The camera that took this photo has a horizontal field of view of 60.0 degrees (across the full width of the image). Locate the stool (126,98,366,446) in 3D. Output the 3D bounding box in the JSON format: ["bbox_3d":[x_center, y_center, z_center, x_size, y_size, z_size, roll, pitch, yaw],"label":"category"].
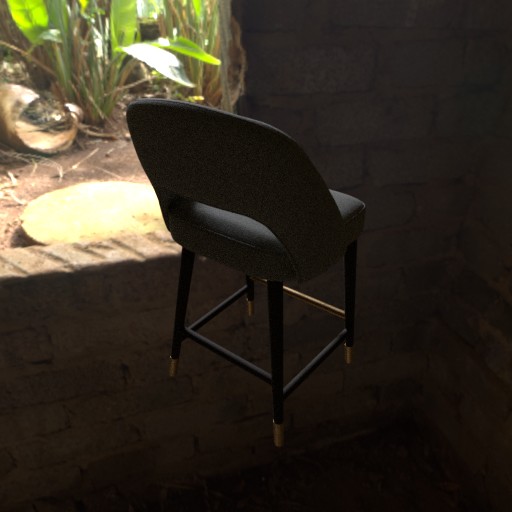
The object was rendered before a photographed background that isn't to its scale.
[{"bbox_3d":[0.000,0.000,1.274,0.536,0.925,0.524,21,36,32],"label":"stool"}]
